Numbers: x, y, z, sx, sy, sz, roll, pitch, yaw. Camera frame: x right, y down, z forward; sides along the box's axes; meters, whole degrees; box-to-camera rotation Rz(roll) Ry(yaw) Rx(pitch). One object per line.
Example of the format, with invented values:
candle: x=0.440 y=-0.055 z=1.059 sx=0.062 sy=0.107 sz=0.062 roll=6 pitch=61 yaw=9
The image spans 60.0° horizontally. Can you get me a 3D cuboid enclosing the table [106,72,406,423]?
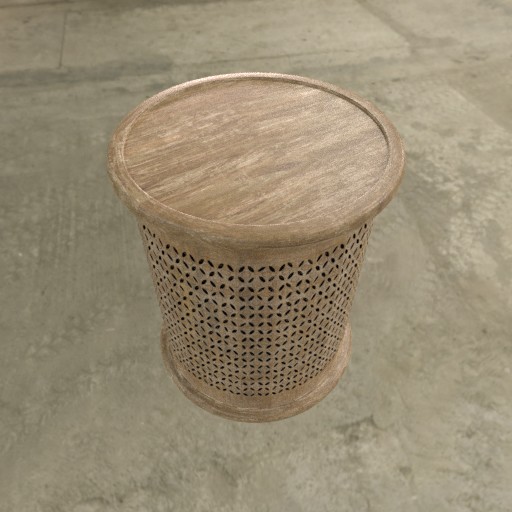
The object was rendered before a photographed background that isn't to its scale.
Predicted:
table: x=0.000 y=0.000 z=0.785 sx=0.407 sy=0.482 sz=0.407 roll=0 pitch=47 yaw=0
